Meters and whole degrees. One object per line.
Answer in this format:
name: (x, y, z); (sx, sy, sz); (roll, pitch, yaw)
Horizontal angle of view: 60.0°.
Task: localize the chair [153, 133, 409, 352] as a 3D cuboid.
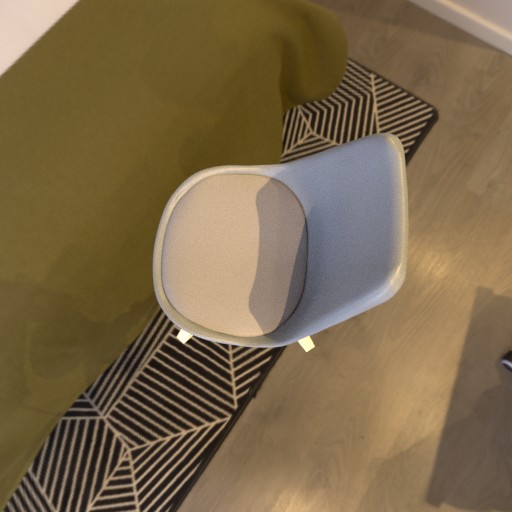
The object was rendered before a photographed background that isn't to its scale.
chair: (0.000, 0.000, 1.192); (0.550, 0.850, 0.485); (4, 76, 1)
